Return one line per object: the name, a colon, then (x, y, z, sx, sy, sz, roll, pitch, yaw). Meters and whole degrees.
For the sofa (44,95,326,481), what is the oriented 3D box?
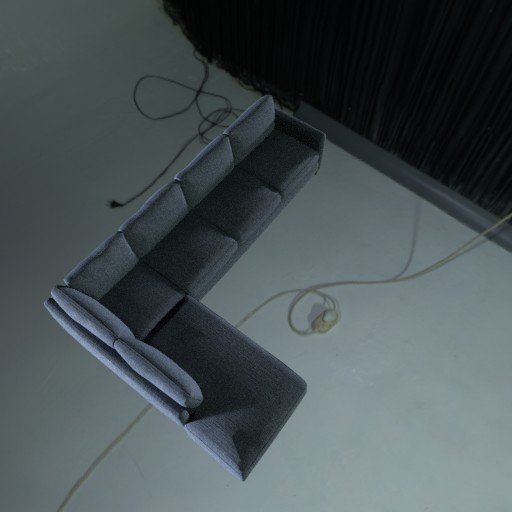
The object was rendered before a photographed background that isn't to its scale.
sofa: (0.000, 0.000, 3.904, 2.007, 0.815, 2.949, 33, 65, 18)
